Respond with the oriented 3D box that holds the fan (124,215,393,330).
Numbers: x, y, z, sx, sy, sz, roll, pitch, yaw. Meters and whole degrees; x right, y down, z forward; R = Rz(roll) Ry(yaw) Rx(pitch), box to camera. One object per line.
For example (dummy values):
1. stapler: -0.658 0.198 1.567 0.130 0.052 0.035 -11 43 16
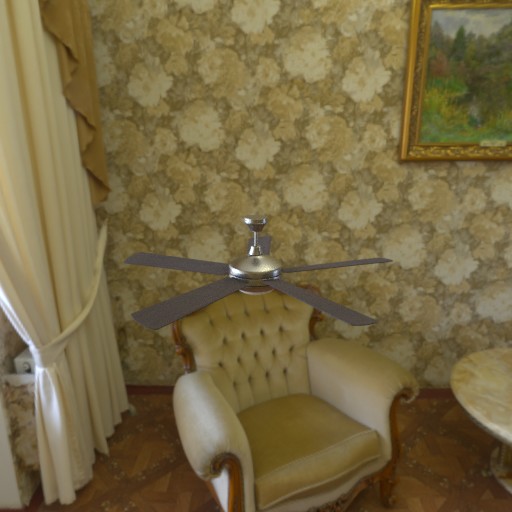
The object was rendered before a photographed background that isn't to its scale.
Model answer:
1. fan: 0.000 0.000 2.003 1.321 0.356 1.321 -15 22 -42
